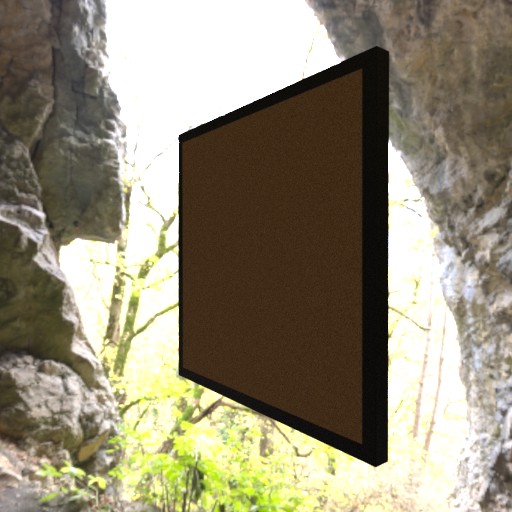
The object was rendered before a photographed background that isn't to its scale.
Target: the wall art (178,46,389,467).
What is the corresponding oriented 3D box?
[{"bbox_3d":[0.000,0.000,1.118,0.038,0.765,0.765,0,1,-37],"label":"wall art"}]
